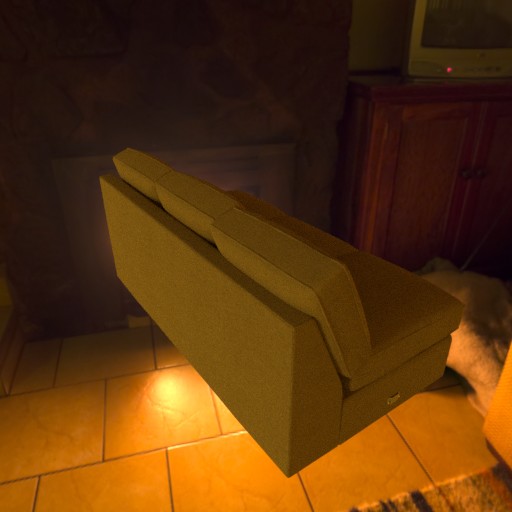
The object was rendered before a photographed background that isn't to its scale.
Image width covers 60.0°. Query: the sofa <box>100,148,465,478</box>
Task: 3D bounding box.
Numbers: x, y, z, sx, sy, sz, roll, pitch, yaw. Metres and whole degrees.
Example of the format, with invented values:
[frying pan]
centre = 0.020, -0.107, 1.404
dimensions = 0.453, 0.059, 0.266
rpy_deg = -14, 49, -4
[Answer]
[sofa]
centre = 0.000, 0.000, 2.643
dimensions = 1.127, 1.036, 2.092
rpy_deg = -18, 32, -31
